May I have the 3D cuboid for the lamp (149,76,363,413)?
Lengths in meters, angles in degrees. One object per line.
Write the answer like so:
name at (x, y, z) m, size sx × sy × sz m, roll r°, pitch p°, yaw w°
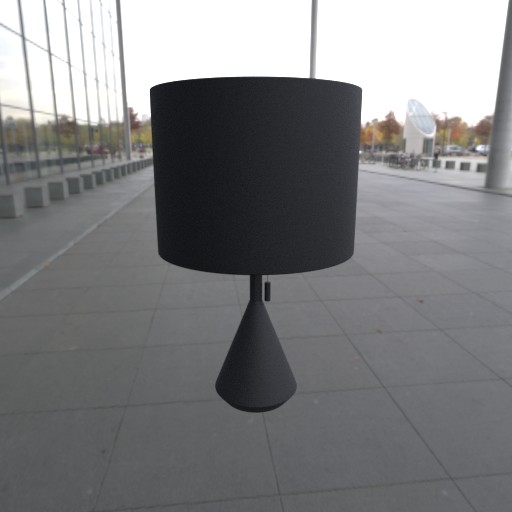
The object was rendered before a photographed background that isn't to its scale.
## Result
lamp at (0.000, 0.000, 0.835) m, size 0.359 × 0.584 × 0.359 m, roll 2°, pitch 14°, yaw 9°
